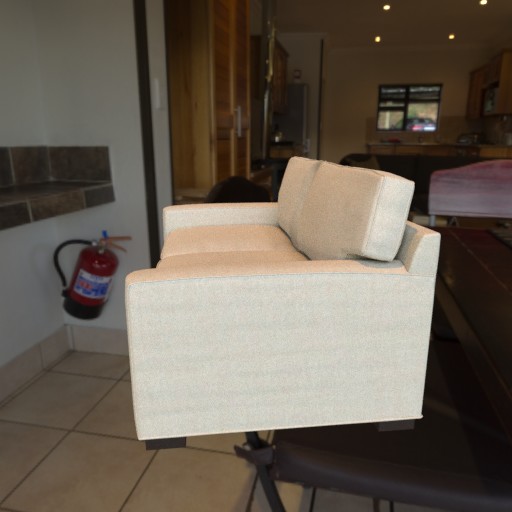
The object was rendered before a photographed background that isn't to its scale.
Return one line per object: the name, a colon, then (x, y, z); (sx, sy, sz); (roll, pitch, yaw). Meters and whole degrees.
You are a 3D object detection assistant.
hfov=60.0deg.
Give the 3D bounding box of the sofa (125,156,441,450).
sofa: (0.000, 0.000, 2.031); (0.942, 0.853, 1.484); (-2, 15, -7)
